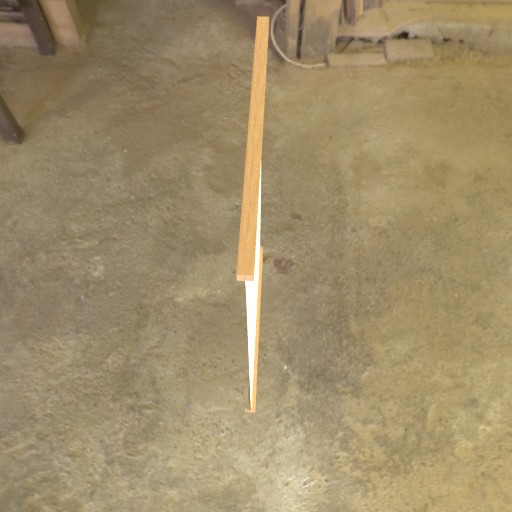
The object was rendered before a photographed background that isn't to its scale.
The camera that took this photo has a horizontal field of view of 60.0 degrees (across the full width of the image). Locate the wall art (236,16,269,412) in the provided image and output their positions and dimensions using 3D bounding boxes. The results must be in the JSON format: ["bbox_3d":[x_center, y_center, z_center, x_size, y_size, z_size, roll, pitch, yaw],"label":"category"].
[{"bbox_3d":[0.000,0.000,1.899,0.040,1.510,0.991,2,59,1],"label":"wall art"}]
